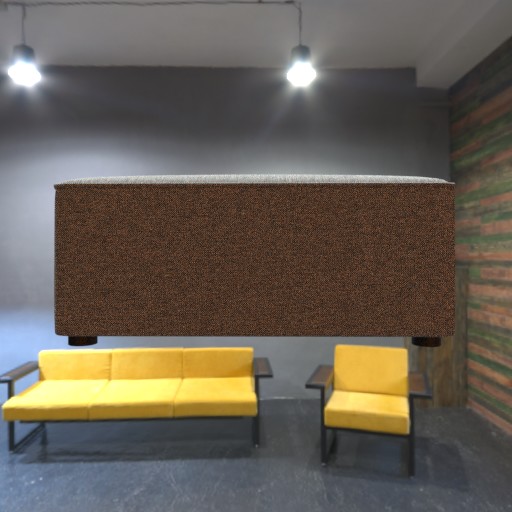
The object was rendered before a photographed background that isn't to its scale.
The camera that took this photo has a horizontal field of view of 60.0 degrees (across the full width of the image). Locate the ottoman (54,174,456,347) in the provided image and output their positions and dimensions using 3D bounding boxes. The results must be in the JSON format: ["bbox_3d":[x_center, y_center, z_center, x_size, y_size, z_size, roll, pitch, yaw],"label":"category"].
[{"bbox_3d":[0.000,0.000,1.563,1.005,0.455,1.005,0,-1,1],"label":"ottoman"}]
